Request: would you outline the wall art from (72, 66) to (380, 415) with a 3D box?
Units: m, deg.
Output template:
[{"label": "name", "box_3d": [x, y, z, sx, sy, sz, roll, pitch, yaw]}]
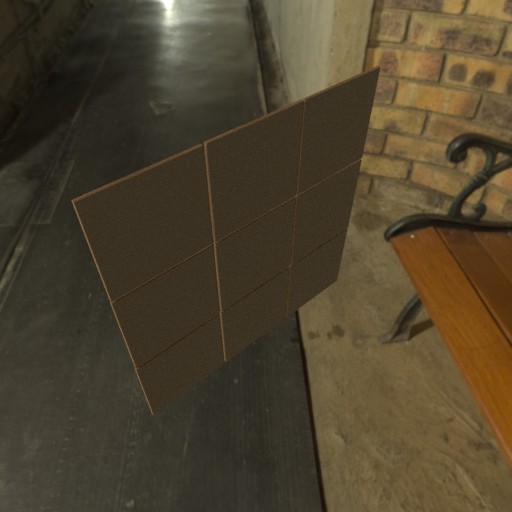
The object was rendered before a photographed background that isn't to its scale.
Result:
[{"label": "wall art", "box_3d": [0.000, 0.000, 1.372, 0.919, 0.917, 0.010, -32, 54, -27]}]
